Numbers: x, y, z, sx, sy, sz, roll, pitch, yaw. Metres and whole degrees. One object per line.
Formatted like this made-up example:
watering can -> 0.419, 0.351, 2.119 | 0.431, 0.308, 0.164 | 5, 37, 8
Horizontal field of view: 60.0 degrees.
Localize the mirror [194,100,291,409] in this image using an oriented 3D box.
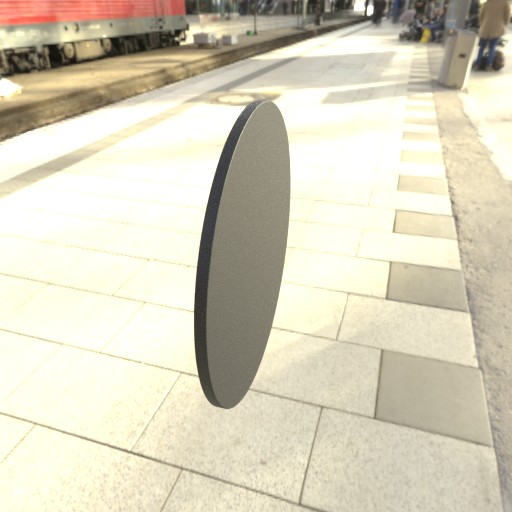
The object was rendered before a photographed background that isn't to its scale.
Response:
mirror -> 0.000, 0.000, 1.623 | 0.036, 1.077, 1.077 | 8, 31, 13
